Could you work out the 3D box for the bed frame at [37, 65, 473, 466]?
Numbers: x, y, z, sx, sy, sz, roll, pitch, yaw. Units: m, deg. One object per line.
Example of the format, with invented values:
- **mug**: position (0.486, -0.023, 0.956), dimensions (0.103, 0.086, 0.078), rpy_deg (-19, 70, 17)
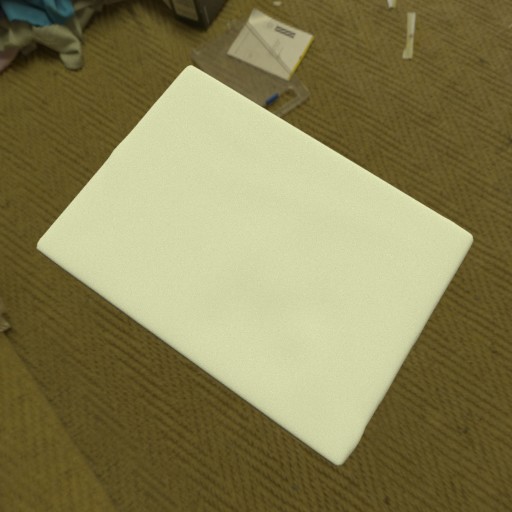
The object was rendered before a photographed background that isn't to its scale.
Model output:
- **bed frame**: position (0.000, 0.000, 2.574), dimensions (1.905, 0.637, 1.372), rpy_deg (34, 78, 8)
